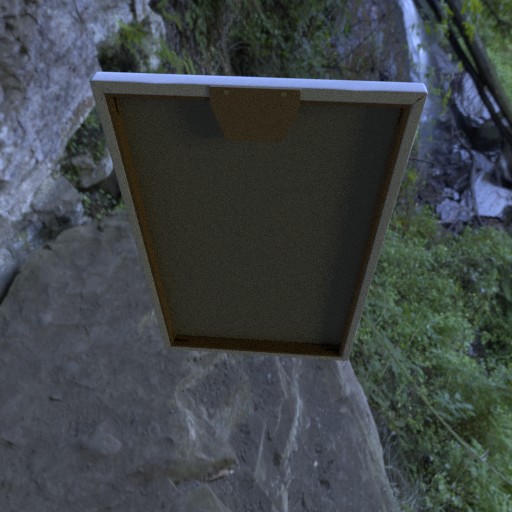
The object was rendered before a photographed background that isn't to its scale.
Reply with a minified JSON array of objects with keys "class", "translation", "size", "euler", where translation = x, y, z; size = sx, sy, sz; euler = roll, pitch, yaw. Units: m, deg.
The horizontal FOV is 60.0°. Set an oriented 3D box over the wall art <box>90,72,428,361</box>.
[{"class":"wall art","translation":[0.000,0.000,1.129],"size":[0.602,0.916,0.048],"euler":[3,47,3]}]
